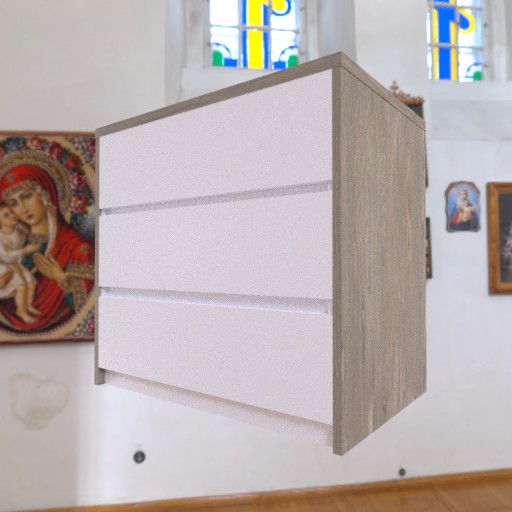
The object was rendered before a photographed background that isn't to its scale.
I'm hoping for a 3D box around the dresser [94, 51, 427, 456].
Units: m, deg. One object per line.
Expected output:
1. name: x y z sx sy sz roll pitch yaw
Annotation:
1. dresser: 0.000 0.000 1.289 0.809 0.762 0.529 -1 -1 37
